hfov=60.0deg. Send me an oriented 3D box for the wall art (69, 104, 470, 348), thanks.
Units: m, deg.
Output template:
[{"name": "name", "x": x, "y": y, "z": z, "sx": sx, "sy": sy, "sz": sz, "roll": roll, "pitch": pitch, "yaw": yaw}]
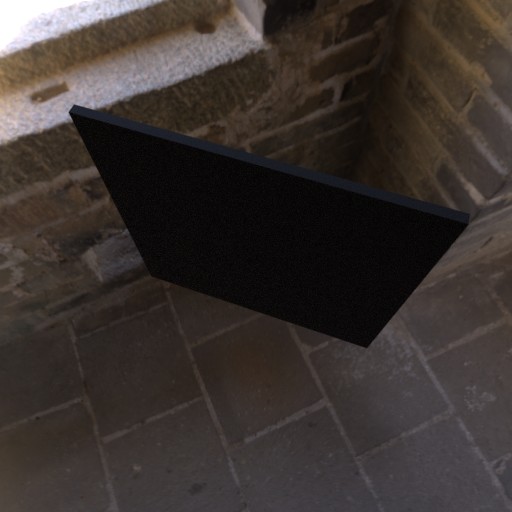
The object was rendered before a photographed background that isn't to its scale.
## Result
[{"name": "wall art", "x": 0.000, "y": 0.000, "z": 0.684, "sx": 0.456, "sy": 0.458, "sz": 0.013, "roll": 17, "pitch": 64, "yaw": 9}]
